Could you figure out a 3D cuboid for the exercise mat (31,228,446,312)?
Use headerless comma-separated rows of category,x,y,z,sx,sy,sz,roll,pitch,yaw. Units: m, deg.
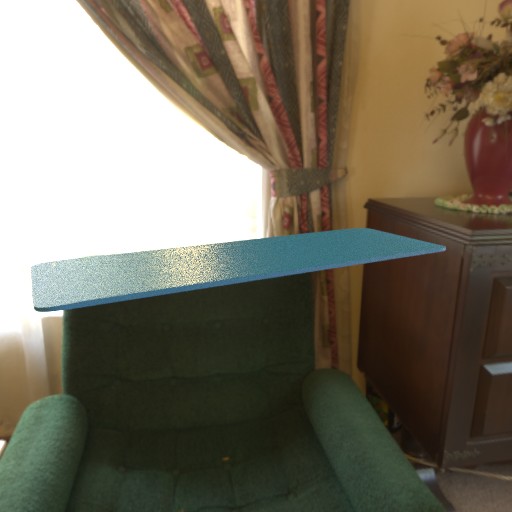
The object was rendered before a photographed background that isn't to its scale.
exercise mat,0.000,0.000,2.051,1.869,0.021,0.616,-7,16,-27
